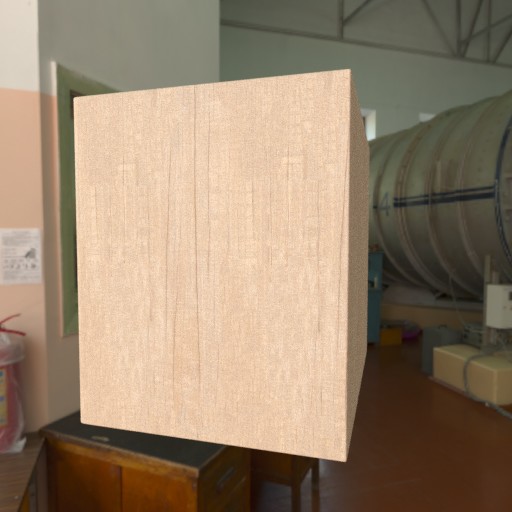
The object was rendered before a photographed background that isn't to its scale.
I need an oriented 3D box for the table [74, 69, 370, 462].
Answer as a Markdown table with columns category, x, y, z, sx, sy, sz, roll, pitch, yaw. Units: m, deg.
| category | x | y | z | sx | sy | sz | roll | pitch | yaw |
| --- | --- | --- | --- | --- | --- | --- | --- | --- | --- |
| table | 0.000 | 0.000 | 0.904 | 0.420 | 0.510 | 0.570 | 1 | 3 | 17 |
